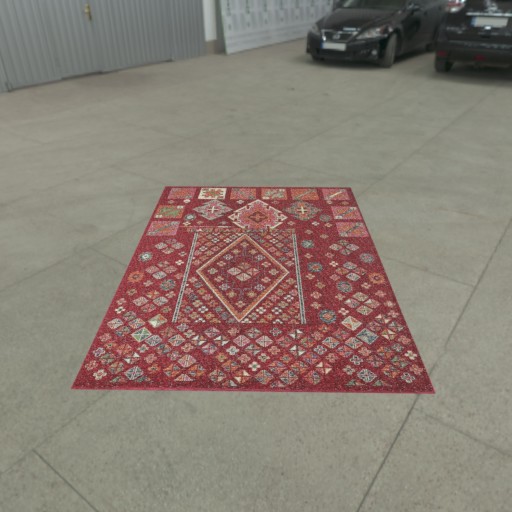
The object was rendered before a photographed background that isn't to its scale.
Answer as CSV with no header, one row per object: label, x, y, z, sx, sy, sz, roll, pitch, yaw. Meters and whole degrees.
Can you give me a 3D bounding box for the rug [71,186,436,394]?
rug,0.000,0.000,2.837,1.579,0.007,2.184,0,32,1
